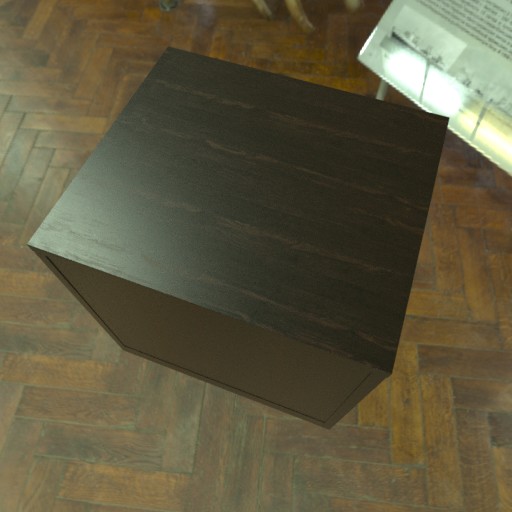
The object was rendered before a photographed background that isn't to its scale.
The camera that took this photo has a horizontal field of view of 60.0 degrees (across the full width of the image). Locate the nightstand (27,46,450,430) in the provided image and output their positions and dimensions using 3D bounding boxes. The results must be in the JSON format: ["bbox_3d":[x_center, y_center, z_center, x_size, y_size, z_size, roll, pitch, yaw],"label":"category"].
[{"bbox_3d":[0.000,0.000,0.853,0.489,0.487,0.427,18,63,10],"label":"nightstand"}]
